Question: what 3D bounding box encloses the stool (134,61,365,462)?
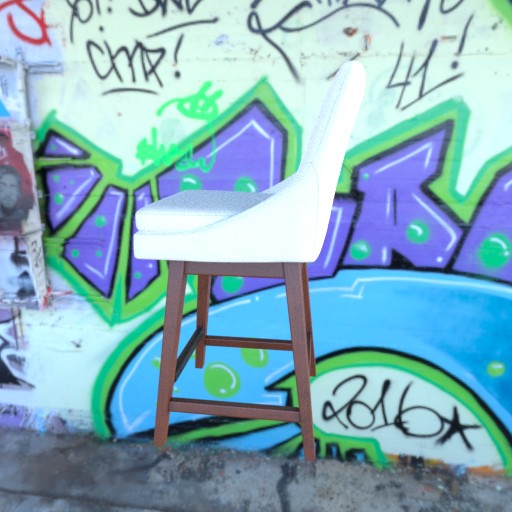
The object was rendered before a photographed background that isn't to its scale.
[{"bbox_3d":[0.000,0.000,1.295,0.559,0.991,0.469,2,15,8],"label":"stool"}]
